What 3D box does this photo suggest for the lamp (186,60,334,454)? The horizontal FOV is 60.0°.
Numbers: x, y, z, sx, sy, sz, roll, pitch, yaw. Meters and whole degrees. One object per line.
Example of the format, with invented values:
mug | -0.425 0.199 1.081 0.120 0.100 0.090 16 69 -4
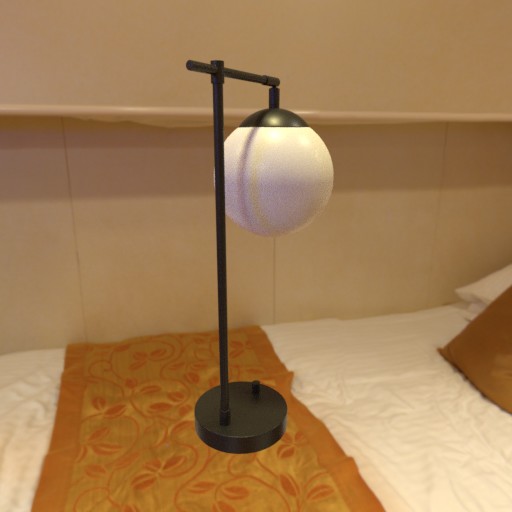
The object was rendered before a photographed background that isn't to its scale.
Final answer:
lamp | 0.000 0.000 0.717 0.197 0.559 0.316 9 18 28
